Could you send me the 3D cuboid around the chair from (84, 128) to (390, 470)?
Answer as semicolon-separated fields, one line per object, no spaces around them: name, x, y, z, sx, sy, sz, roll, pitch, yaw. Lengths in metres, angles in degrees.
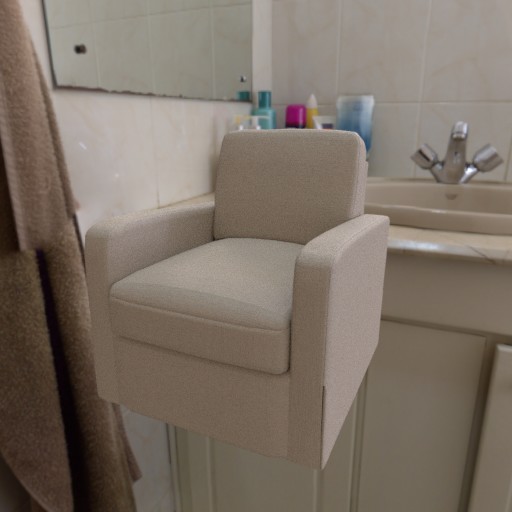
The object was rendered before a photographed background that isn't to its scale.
chair;0.000;0.000;1.509;0.755;0.827;0.888;8;18;24
